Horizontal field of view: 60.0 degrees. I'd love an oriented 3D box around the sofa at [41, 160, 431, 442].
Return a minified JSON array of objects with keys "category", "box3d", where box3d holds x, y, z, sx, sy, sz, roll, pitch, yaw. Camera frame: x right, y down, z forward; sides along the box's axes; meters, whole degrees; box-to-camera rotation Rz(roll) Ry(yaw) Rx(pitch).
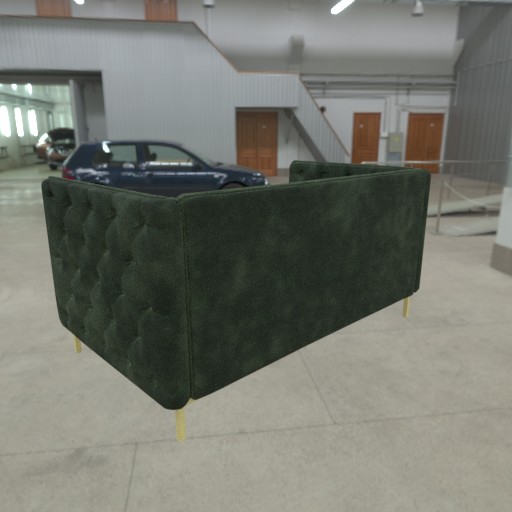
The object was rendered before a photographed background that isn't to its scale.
[{"category":"sofa","box3d":[0.000,0.000,2.023,1.537,0.768,0.895,-14,21,-41]}]
